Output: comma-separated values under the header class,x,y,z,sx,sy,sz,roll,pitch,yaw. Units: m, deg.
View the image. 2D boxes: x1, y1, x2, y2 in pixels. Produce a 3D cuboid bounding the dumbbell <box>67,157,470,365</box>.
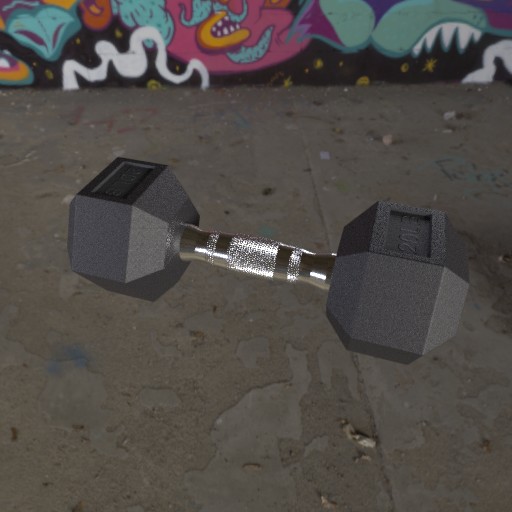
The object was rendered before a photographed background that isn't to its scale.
class,x,y,z,sx,sy,sz,roll,pitch,yaw
dumbbell,0.000,0.000,0.349,0.297,0.101,0.116,12,43,13
